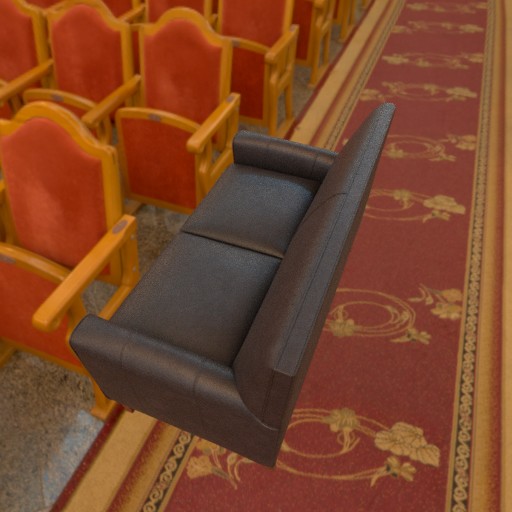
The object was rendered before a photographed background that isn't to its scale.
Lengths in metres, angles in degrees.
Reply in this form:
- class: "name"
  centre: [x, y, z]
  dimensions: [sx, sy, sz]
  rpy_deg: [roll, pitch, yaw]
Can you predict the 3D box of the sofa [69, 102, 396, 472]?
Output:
- class: "sofa"
  centre: [0.000, 0.000, 1.928]
  dimensions: [0.787, 0.871, 1.473]
  rpy_deg: [16, 47, 15]
